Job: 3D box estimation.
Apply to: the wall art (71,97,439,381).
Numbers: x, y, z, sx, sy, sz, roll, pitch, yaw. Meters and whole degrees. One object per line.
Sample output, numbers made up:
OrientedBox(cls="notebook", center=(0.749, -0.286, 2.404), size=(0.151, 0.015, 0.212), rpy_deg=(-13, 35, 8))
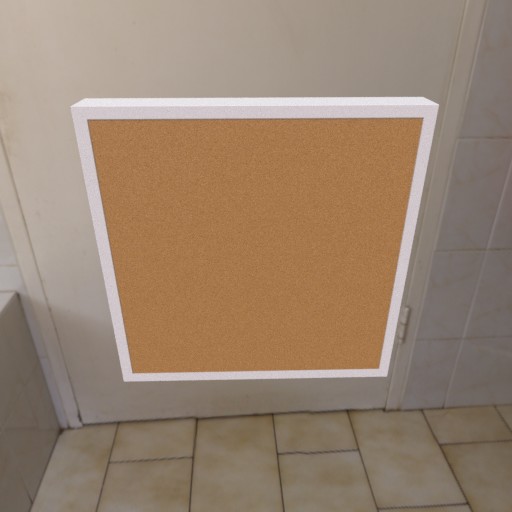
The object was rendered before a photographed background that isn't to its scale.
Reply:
OrientedBox(cls="wall art", center=(0.000, 0.000, 0.456), size=(0.305, 0.305, 0.038), rpy_deg=(-1, 29, -1))
